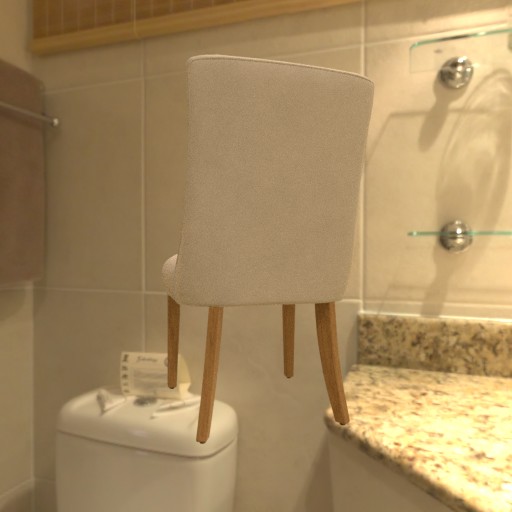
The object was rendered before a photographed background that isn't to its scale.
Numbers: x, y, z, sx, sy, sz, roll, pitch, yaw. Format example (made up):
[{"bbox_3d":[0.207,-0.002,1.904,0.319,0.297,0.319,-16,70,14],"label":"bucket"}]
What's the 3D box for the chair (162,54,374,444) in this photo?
[{"bbox_3d":[0.000,0.000,1.292,0.495,0.902,0.610,0,1,-17],"label":"chair"}]
